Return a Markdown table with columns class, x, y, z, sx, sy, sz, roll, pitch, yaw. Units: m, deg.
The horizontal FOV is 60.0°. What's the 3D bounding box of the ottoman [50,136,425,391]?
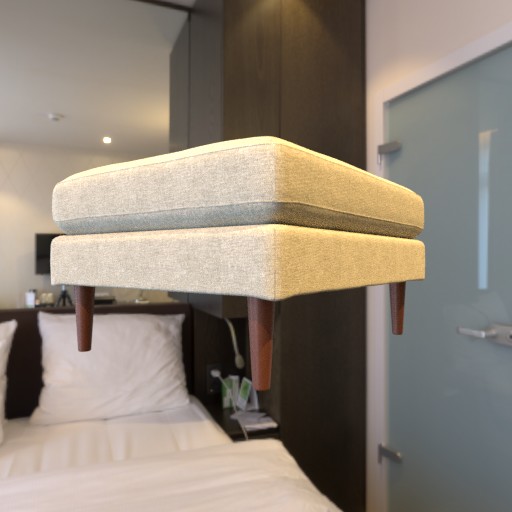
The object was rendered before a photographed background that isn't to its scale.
| class | x | y | z | sx | sy | sz | roll | pitch | yaw |
| --- | --- | --- | --- | --- | --- | --- | --- | --- | --- |
| ottoman | 0.000 | 0.000 | 1.225 | 0.693 | 0.474 | 0.821 | 0 | 0 | 37 |
